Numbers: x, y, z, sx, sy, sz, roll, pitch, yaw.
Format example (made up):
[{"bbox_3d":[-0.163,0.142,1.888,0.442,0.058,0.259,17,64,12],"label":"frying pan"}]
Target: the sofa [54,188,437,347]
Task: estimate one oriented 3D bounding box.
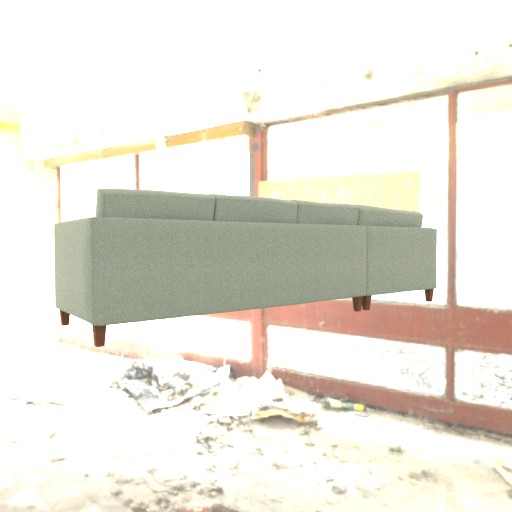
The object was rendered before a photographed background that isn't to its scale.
[{"bbox_3d":[0.000,0.000,4.131,3.470,0.953,1.600,-1,2,-36],"label":"sofa"}]
